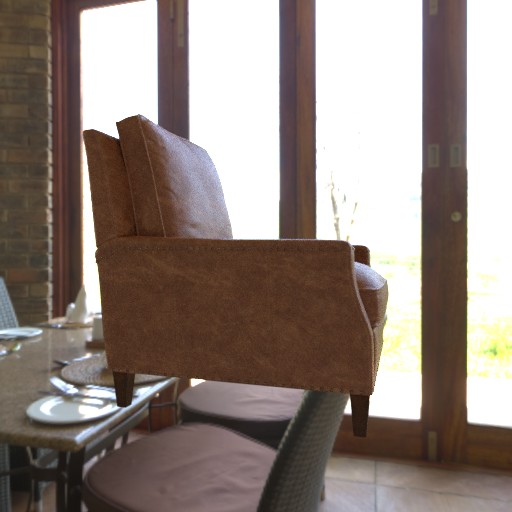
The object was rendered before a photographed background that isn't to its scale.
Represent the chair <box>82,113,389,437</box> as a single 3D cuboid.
[{"bbox_3d":[0.000,0.000,1.812,1.035,1.054,0.854,0,0,18],"label":"chair"}]
